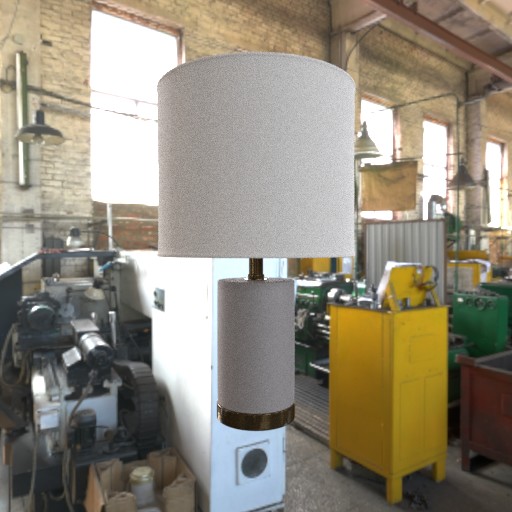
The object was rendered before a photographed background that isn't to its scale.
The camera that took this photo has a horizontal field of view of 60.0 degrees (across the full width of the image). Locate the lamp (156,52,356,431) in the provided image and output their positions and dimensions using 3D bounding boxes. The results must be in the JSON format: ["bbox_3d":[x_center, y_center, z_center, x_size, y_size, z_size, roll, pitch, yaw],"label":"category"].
[{"bbox_3d":[0.000,0.000,0.525,0.229,0.380,0.229,0,1,0],"label":"lamp"}]
